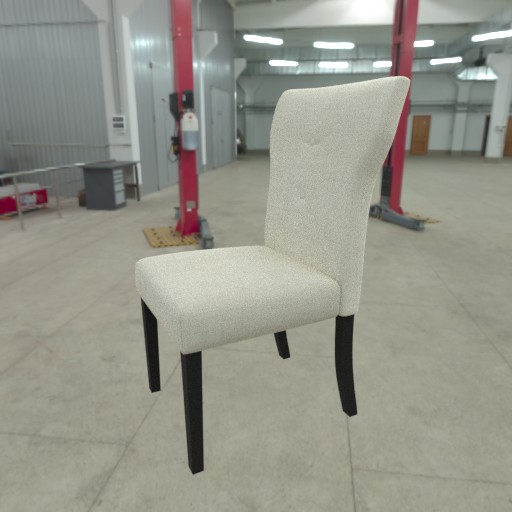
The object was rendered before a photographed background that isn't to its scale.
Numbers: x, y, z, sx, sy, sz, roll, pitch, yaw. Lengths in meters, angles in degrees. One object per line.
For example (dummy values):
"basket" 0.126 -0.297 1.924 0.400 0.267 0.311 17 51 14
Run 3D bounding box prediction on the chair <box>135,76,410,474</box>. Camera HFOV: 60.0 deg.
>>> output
"chair" 0.000 0.000 1.233 0.597 0.921 0.509 -8 18 -26
